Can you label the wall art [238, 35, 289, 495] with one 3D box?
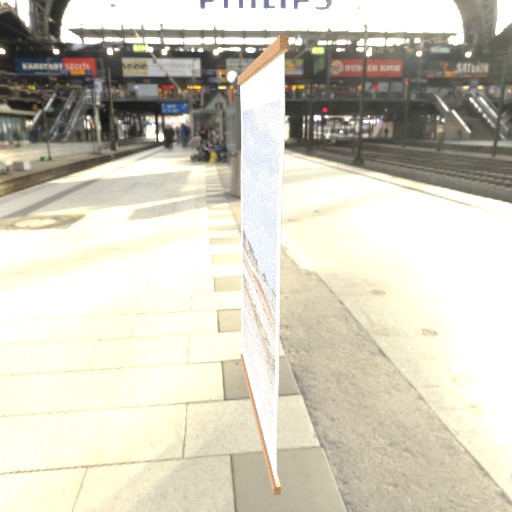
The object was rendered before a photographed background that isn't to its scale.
[{"bbox_3d":[0.000,0.000,1.883,0.025,1.521,1.011,-2,16,-8],"label":"wall art"}]
